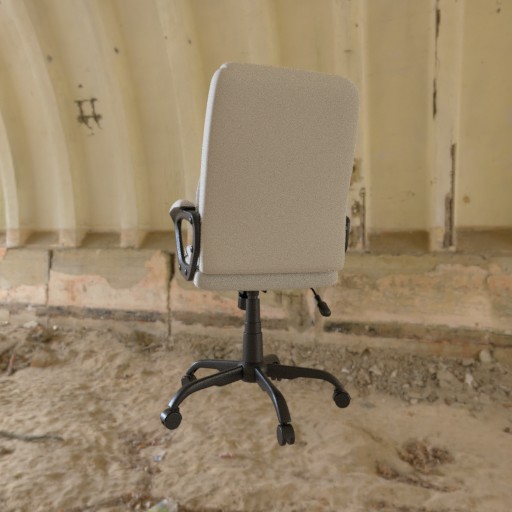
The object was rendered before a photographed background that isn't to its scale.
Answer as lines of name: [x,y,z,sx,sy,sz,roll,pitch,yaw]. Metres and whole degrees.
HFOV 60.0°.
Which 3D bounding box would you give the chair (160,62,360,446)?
chair: [0.000,0.000,1.519,0.663,1.065,0.669,0,2,-18]
